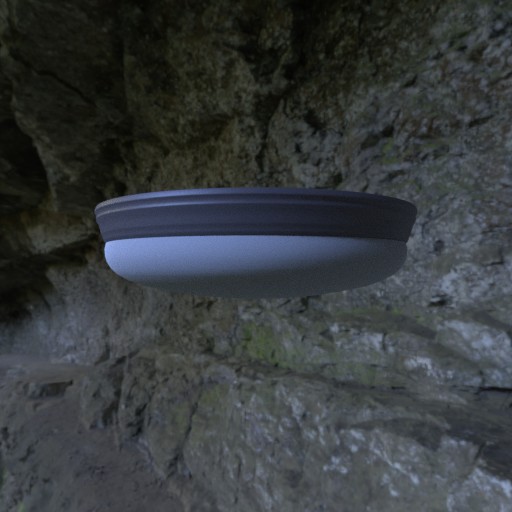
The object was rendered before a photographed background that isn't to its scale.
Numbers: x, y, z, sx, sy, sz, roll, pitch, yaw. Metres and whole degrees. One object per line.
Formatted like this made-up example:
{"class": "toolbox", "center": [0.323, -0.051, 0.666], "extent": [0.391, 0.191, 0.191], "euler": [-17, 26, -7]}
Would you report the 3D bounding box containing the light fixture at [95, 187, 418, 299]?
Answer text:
{"class": "light fixture", "center": [0.000, 0.000, 0.536], "extent": [0.368, 0.100, 0.368], "euler": [0, -2, 0]}
